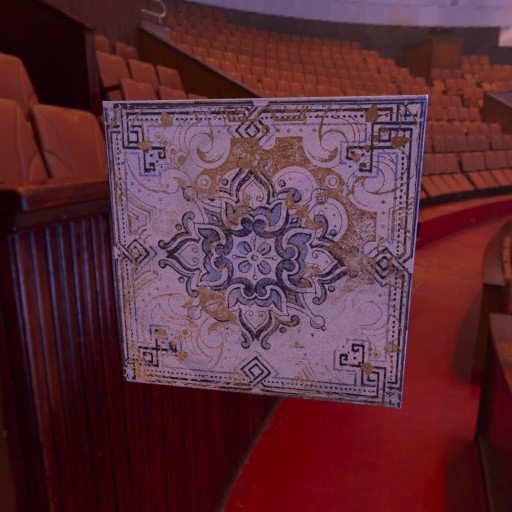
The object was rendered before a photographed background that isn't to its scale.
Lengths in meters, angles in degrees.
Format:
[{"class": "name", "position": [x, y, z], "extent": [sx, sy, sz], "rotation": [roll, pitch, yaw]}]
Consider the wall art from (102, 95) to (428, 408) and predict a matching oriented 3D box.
[{"class": "wall art", "position": [0.000, 0.000, 0.905], "extent": [0.609, 0.607, 0.036], "rotation": [3, 14, 10]}]
